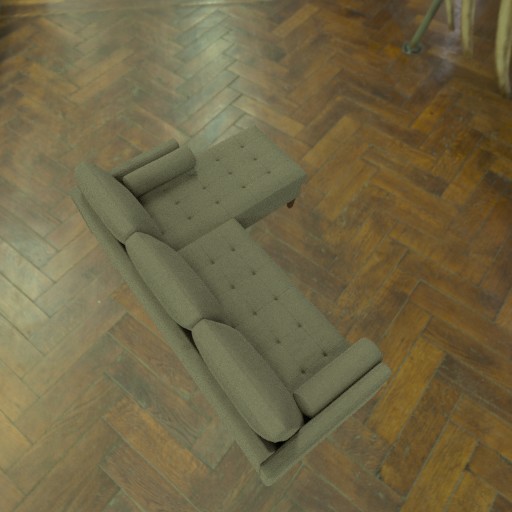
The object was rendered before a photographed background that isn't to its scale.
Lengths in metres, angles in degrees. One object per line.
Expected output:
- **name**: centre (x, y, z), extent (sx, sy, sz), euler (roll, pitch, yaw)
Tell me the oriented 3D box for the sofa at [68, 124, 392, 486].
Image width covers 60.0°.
- **sofa**: centre (0.000, 0.000, 2.870), extent (1.506, 0.875, 2.178), euler (-33, 64, -19)
